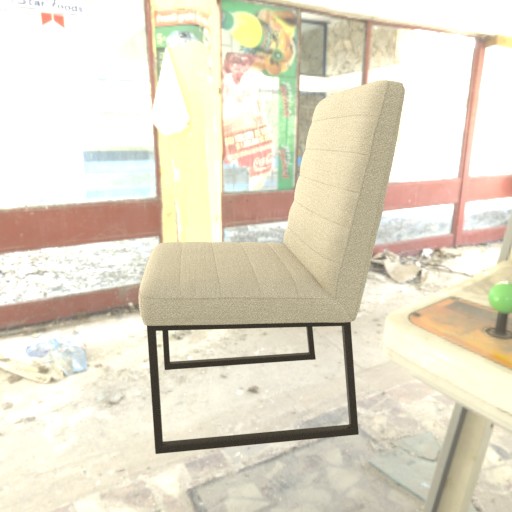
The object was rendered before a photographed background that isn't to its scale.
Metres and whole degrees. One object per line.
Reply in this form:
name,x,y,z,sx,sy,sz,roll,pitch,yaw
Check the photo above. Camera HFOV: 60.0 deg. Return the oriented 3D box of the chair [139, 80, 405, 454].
chair,0.000,0.000,1.304,0.634,0.930,0.520,-2,15,-8
